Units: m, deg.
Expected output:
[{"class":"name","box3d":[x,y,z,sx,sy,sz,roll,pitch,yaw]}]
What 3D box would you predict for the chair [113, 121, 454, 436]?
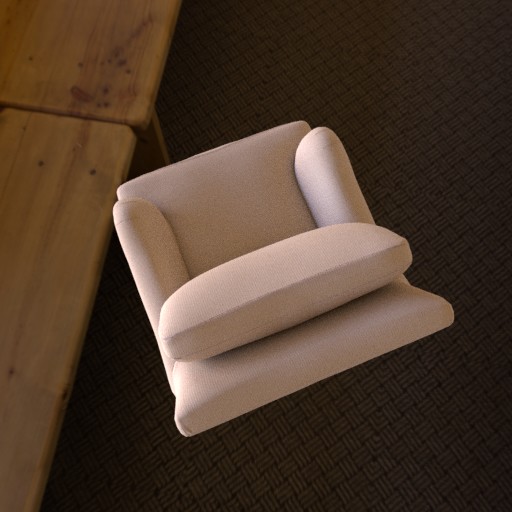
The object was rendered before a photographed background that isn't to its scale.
[{"class":"chair","box3d":[0.000,0.000,1.849,0.955,1.038,1.070,-21,76,-6]}]
